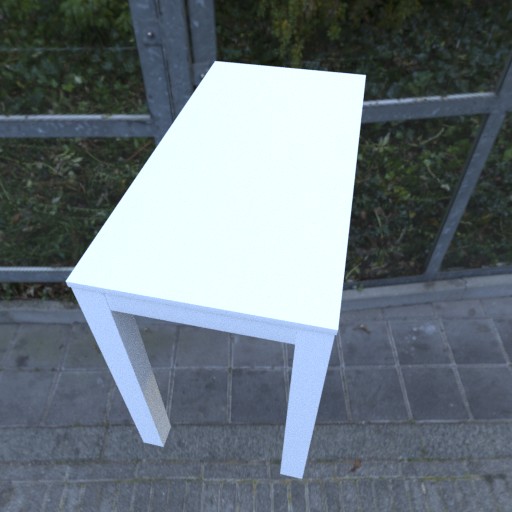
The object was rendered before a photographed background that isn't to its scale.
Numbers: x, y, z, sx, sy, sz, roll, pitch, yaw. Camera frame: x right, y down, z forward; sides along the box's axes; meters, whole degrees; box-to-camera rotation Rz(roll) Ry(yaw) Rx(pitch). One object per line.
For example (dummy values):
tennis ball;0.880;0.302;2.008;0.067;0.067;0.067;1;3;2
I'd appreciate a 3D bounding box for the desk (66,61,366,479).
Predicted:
desk;0.000;0.000;1.384;0.497;0.762;0.990;9;47;9
